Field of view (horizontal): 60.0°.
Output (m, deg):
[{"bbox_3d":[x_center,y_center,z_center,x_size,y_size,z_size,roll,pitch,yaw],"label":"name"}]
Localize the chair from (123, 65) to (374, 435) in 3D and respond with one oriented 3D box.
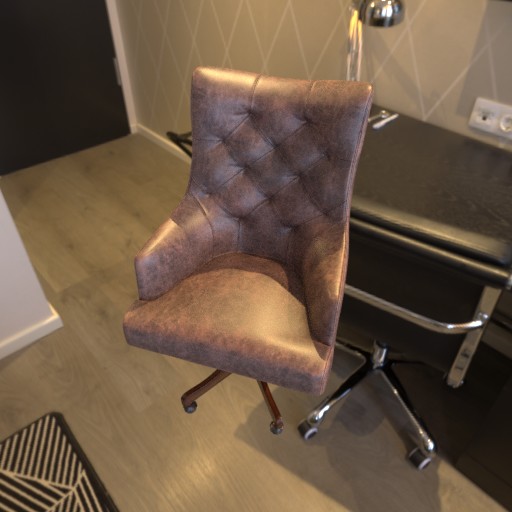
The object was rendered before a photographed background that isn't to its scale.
[{"bbox_3d":[0.000,0.000,1.497,0.641,1.035,0.762,11,41,13],"label":"chair"}]
